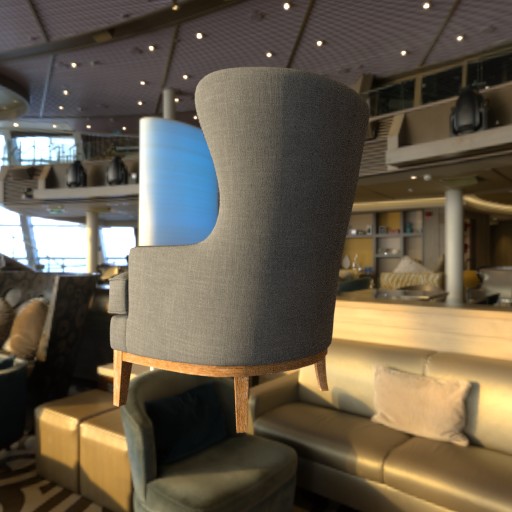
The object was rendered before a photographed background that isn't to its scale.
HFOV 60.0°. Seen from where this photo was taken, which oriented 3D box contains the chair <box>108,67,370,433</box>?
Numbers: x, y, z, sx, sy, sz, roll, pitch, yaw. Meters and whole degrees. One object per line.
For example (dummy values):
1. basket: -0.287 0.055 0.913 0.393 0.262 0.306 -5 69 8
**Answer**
1. chair: 0.000 0.000 1.816 0.883 1.176 0.864 0 0 37
